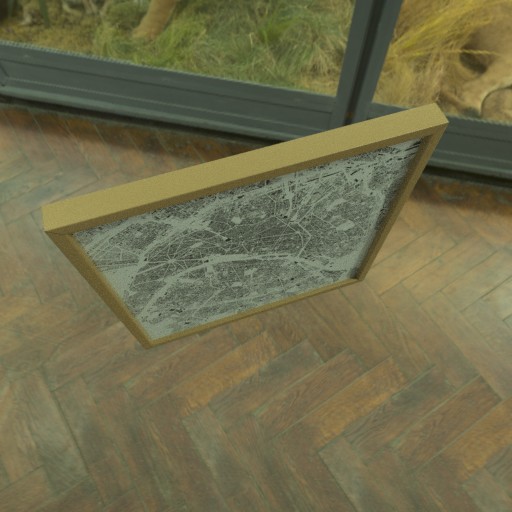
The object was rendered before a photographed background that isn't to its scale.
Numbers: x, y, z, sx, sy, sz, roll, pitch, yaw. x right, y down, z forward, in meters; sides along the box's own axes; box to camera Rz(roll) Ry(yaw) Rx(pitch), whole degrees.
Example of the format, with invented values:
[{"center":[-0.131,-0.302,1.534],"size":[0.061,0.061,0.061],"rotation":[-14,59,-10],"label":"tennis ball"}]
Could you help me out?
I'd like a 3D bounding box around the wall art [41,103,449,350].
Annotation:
[{"center":[0.000,0.000,0.764],"size":[0.509,0.509,0.036],"rotation":[-17,65,-8],"label":"wall art"}]
